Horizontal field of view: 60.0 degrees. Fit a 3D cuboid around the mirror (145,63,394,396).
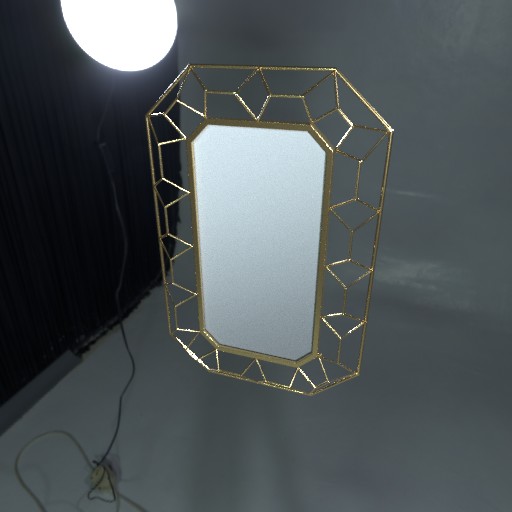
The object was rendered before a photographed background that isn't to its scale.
[{"bbox_3d":[0.000,0.000,1.102,0.572,0.870,0.051,9,28,16],"label":"mirror"}]
